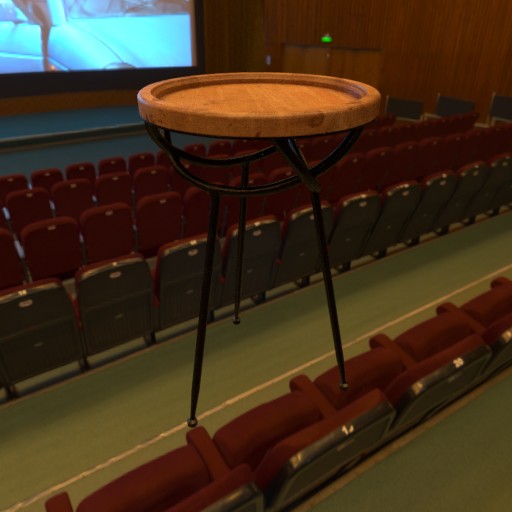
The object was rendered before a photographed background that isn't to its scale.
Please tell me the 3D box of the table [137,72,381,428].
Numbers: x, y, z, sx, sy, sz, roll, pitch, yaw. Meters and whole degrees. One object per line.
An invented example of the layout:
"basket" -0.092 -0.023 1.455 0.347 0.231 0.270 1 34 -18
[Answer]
"table" 0.000 0.000 0.927 0.418 0.664 0.414 -18 35 -29
